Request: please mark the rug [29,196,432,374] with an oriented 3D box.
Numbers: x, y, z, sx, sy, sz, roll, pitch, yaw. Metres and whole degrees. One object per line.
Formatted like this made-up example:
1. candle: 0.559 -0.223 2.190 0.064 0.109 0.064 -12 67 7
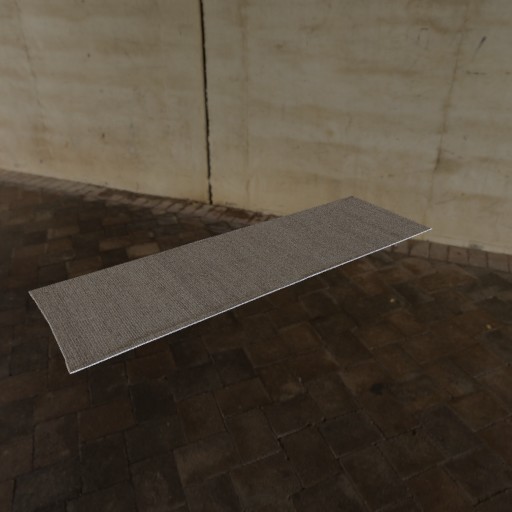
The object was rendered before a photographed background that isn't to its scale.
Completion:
1. rug: 0.000 0.000 2.654 2.390 0.014 0.741 -19 34 -30
